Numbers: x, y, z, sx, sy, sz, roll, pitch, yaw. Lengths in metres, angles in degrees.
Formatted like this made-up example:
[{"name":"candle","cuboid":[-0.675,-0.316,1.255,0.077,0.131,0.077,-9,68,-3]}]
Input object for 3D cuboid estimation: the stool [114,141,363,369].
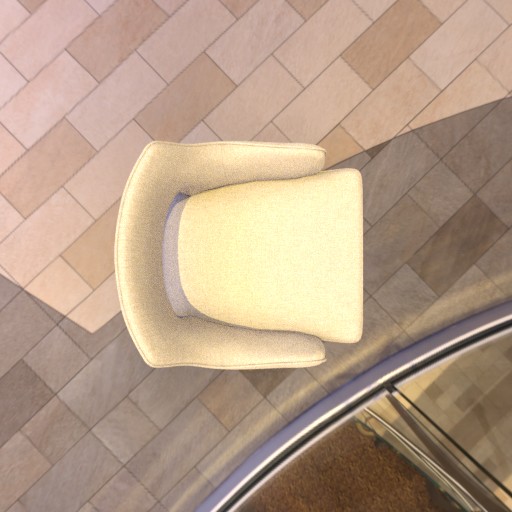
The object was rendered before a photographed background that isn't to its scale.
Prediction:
[{"name":"stool","cuboid":[0.000,0.000,1.297,0.560,0.936,0.550,0,89,0]}]
